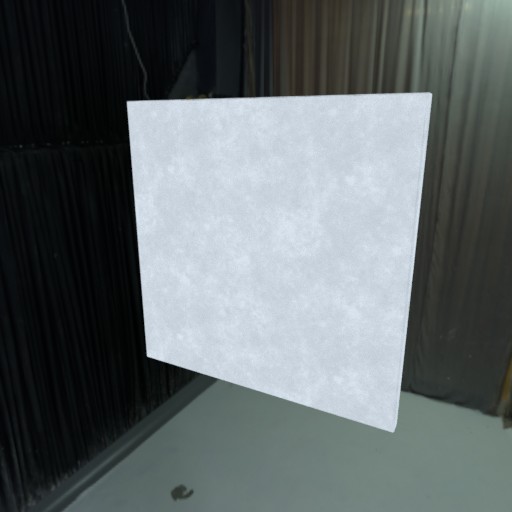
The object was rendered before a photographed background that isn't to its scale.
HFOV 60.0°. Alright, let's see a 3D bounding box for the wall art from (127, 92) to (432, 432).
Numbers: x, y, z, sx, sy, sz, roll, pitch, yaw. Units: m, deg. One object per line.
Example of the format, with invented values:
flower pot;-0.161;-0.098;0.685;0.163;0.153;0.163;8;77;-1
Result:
wall art;0.000;0.000;0.450;0.303;0.303;0.015;9;19;27
